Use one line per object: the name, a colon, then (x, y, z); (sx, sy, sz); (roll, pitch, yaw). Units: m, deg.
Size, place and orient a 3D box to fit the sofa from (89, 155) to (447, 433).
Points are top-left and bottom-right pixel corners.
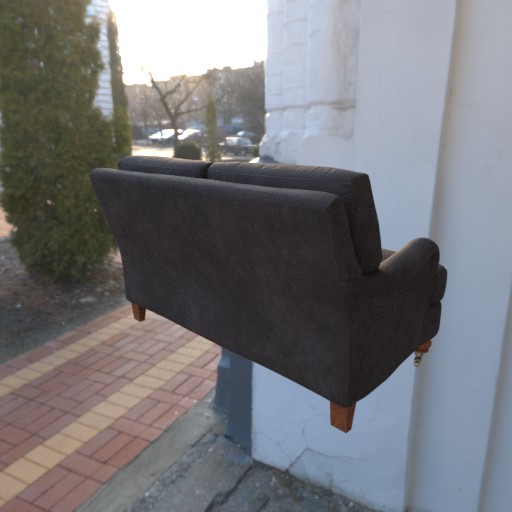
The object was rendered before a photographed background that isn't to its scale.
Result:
sofa: (0.000, 0.000, 2.548); (1.853, 1.101, 1.084); (15, 21, 43)
